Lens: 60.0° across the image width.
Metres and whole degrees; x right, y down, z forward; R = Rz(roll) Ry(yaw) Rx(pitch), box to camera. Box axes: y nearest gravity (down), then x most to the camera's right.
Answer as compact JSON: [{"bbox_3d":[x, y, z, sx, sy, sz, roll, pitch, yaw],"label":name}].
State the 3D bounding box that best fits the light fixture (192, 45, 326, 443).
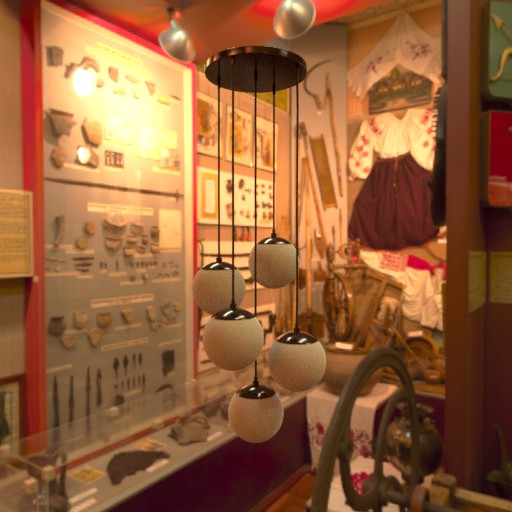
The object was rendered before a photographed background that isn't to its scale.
[{"bbox_3d":[0.000,0.000,1.511,0.484,1.271,0.489,1,1,37],"label":"light fixture"}]
